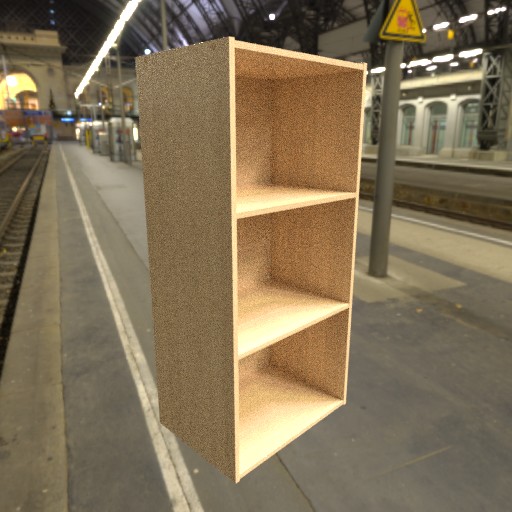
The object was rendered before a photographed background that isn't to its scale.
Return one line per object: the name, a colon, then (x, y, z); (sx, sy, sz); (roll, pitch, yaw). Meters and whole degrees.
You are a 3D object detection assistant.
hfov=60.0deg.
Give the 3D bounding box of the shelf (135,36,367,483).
shelf: (0.000, 0.000, 1.074); (0.417, 0.876, 0.292); (-15, 22, -43)
